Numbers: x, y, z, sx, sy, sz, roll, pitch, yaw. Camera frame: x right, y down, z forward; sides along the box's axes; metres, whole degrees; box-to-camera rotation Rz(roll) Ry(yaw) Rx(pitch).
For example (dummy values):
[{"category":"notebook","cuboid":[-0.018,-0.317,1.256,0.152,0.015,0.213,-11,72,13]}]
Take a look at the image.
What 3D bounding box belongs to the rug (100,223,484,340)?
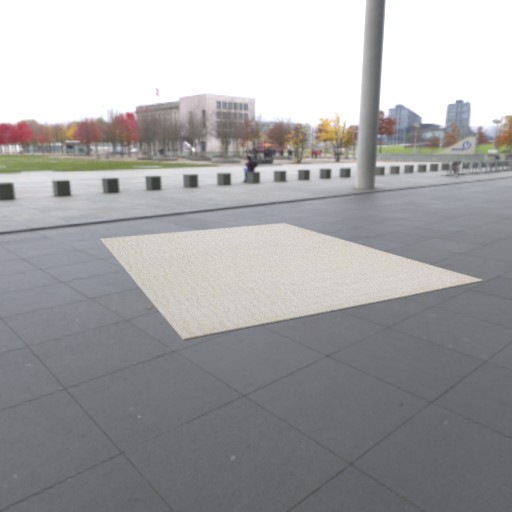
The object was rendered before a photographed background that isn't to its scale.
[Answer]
[{"category":"rug","cuboid":[0.000,0.000,4.218,2.410,0.021,3.055,-7,15,-26]}]
